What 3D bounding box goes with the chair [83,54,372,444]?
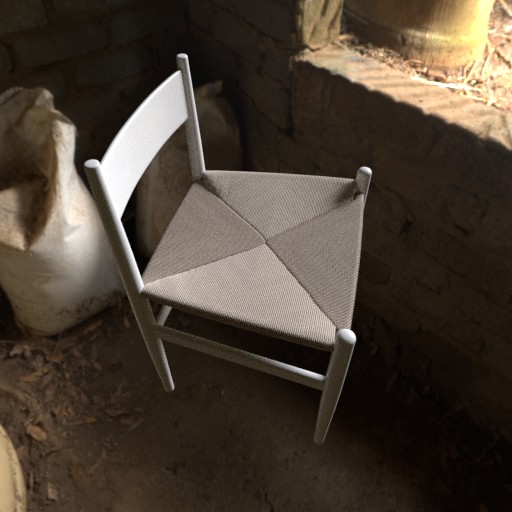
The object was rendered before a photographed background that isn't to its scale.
[{"bbox_3d":[0.000,0.000,1.091,0.495,0.762,0.556,10,47,9],"label":"chair"}]
